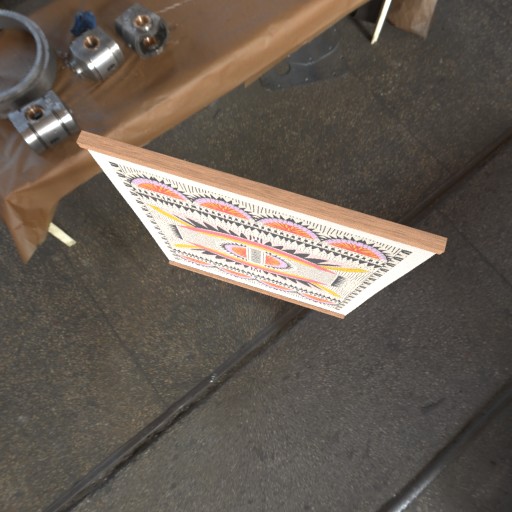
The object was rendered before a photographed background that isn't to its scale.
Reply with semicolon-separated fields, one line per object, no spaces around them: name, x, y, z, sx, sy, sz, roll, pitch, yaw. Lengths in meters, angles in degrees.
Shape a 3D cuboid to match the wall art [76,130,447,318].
wall art;0.000;0.000;1.365;0.765;1.016;0.028;17;75;5
